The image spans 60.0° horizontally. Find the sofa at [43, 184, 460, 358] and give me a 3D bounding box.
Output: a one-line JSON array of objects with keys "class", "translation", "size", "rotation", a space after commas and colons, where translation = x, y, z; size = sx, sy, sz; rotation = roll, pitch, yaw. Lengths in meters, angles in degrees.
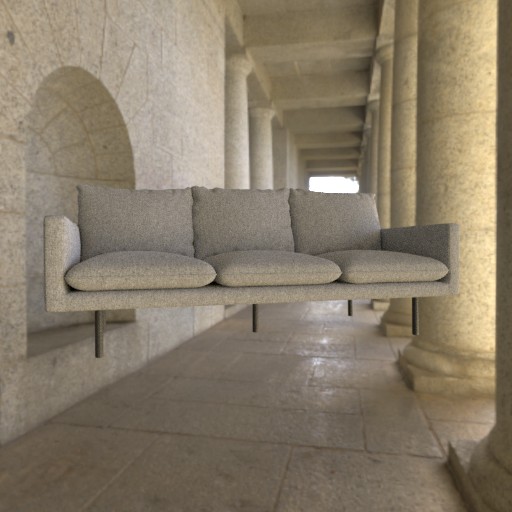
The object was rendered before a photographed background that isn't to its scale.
[{"class": "sofa", "translation": [0.000, 0.000, 2.399], "size": [2.000, 0.830, 0.850], "rotation": [0, 1, -18]}]
